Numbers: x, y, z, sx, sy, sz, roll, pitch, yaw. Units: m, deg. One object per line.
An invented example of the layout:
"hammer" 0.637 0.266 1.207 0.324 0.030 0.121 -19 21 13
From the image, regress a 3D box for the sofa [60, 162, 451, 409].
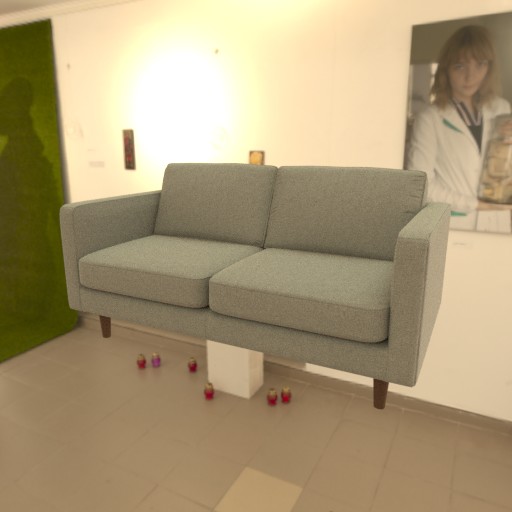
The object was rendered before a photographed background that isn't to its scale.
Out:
"sofa" 0.000 0.000 2.270 1.731 0.900 1.000 7 16 26
